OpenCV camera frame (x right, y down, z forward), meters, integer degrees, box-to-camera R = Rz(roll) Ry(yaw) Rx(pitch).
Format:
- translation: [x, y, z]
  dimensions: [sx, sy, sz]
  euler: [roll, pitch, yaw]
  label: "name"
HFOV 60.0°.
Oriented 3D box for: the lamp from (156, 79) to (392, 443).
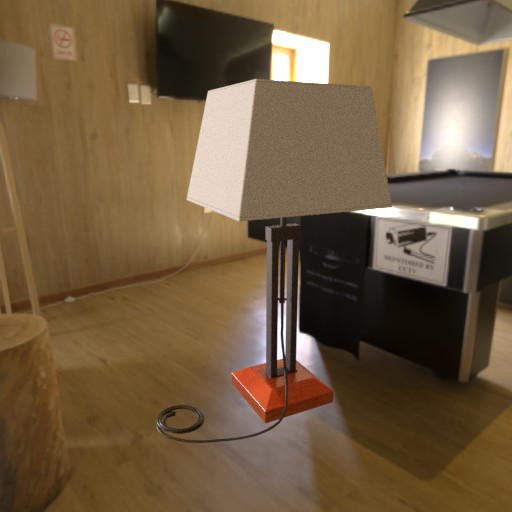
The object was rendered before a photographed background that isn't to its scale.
- translation: [0.000, 0.000, 1.003]
  dimensions: [0.498, 0.737, 0.310]
  euler: [-7, 17, -25]
  label: "lamp"
